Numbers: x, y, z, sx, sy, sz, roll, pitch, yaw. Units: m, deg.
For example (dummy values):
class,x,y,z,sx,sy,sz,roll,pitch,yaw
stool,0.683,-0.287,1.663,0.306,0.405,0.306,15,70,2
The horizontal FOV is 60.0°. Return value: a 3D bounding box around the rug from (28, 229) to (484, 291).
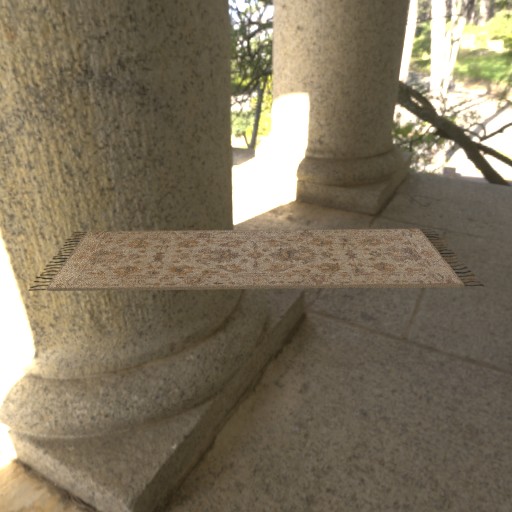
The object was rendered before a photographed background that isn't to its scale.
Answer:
class,x,y,z,sx,sy,sz,roll,pitch,yaw
rug,0.000,0.000,2.671,2.438,0.021,0.729,-1,29,-1
